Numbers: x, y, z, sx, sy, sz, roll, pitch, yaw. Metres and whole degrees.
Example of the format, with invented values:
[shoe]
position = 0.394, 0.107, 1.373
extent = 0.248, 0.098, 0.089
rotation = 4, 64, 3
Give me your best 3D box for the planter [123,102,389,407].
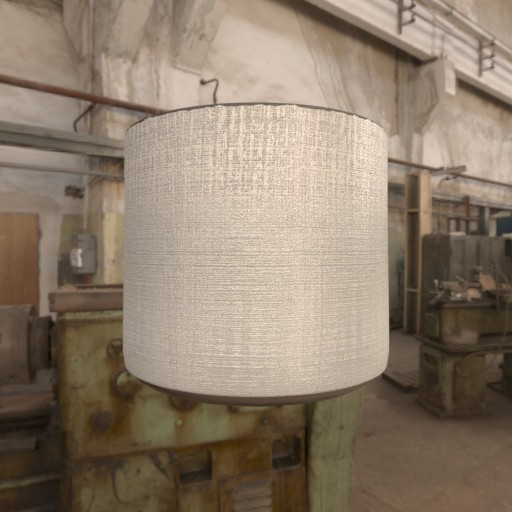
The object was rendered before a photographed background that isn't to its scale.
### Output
[planter]
position = 0.000, 0.000, 0.217
extent = 0.125, 0.112, 0.125
rotation = 0, 1, 0
